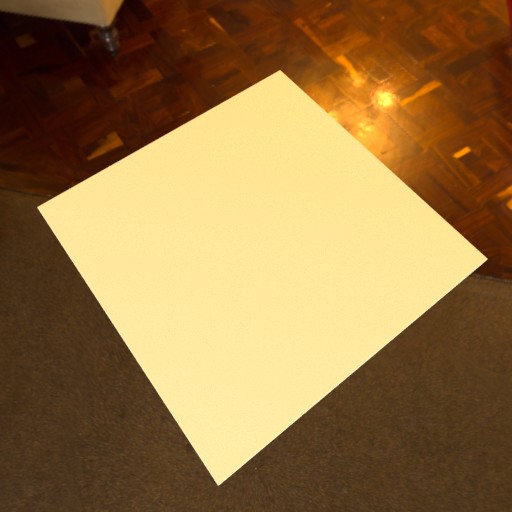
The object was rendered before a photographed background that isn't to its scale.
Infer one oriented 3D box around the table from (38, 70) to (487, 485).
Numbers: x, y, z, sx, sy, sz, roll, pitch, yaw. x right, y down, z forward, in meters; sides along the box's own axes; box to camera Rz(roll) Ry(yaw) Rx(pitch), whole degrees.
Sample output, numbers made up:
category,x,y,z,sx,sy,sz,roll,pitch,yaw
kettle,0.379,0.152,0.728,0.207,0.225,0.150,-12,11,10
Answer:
category,x,y,z,sx,sy,sz,roll,pitch,yaw
table,0.000,0.000,1.366,0.890,0.305,0.890,-35,69,-15
